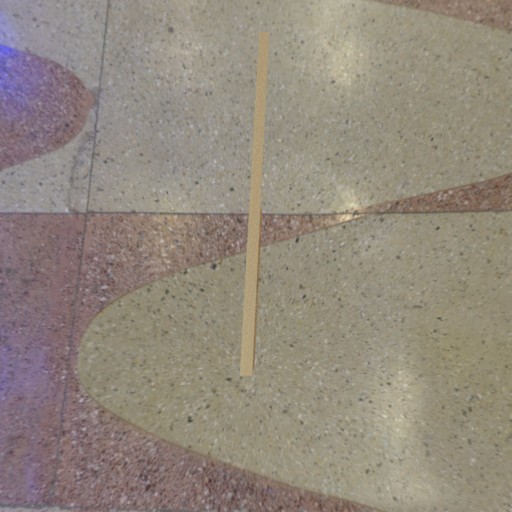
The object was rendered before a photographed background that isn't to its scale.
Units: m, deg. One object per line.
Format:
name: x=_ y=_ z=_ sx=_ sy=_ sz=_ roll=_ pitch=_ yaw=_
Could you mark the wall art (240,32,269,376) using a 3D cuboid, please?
wall art: x=0.000 y=0.000 z=1.935 sx=0.030 sy=1.519 sz=0.990 roll=3 pitch=76 yaw=1
